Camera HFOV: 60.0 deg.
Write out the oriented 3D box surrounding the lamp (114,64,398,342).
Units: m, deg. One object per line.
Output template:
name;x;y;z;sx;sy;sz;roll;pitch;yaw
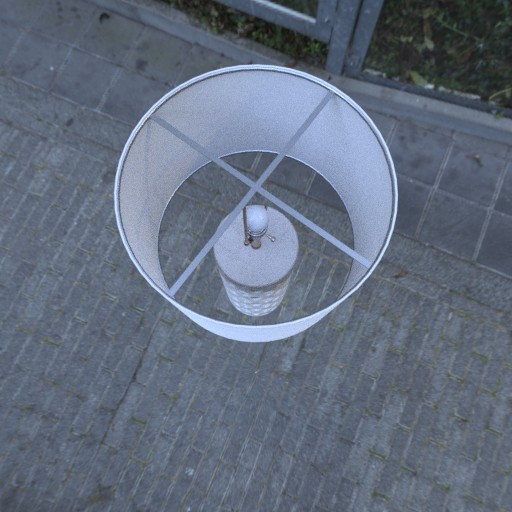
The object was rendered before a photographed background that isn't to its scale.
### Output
lamp;0.000;0.000;0.817;0.324;0.636;0.325;36;78;9
